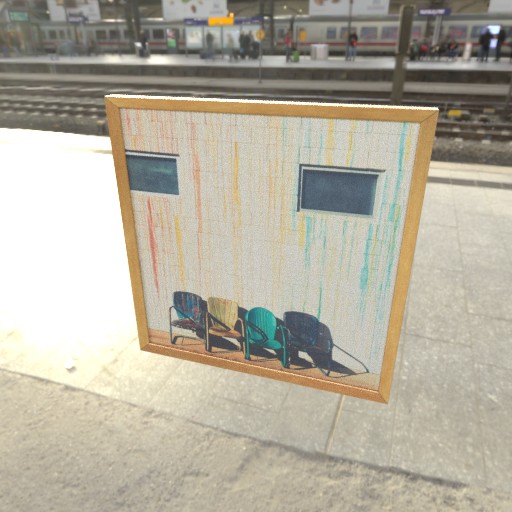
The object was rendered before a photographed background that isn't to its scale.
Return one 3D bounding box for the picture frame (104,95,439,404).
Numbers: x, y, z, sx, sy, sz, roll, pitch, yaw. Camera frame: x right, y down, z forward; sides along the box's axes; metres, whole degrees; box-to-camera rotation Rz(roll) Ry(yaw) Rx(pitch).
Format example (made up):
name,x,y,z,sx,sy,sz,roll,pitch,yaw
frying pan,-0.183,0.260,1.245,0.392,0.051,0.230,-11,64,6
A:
name,x,y,z,sx,sy,sz,roll,pitch,yaw
picture frame,0.000,0.000,1.147,0.758,0.761,0.037,8,27,16
